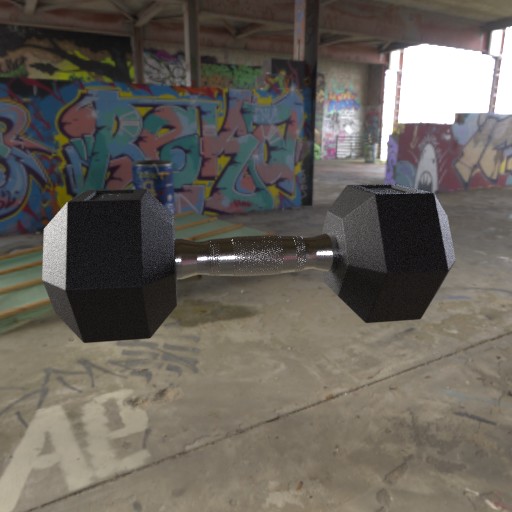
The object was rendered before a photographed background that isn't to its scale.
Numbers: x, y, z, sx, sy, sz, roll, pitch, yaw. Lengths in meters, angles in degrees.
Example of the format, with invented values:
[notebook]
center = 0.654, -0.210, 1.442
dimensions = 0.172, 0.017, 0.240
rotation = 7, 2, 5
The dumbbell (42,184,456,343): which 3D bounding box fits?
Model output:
[dumbbell]
center = 0.000, 0.000, 0.348
dimensions = 0.297, 0.101, 0.116
rotation = -3, 16, -9
